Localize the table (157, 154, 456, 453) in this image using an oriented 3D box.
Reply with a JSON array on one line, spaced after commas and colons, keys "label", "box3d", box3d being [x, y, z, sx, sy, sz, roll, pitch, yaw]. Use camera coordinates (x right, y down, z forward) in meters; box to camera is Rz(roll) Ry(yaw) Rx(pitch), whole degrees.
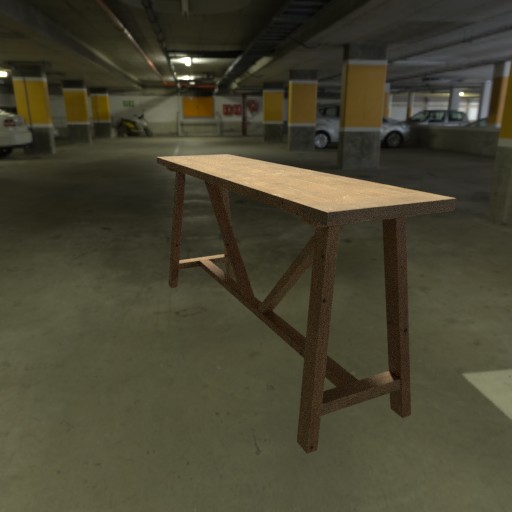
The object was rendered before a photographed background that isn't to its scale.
[{"label": "table", "box3d": [0.000, 0.000, 2.128, 0.465, 0.810, 1.800, -8, 19, -25]}]
